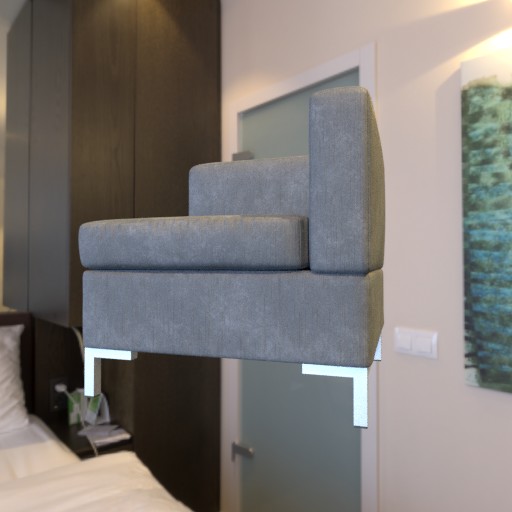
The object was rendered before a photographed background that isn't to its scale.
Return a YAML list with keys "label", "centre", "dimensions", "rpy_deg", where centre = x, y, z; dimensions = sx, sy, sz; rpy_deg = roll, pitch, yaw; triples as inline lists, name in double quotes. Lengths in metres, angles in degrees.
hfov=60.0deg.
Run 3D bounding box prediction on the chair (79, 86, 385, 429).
- label: "chair"
  centre: [0.000, 0.000, 1.222]
  dimensions: [0.680, 0.660, 0.680]
  rpy_deg: [0, -1, 18]
